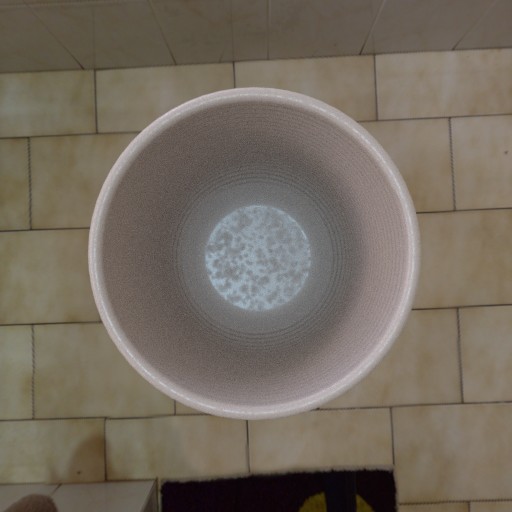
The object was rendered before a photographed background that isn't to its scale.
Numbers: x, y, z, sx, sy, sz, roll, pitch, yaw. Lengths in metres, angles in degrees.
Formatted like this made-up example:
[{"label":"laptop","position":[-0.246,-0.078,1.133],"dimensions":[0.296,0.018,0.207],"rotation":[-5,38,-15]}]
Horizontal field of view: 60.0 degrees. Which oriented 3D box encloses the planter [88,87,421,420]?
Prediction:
[{"label":"planter","position":[0.000,0.000,0.299],"dimensions":[0.170,0.152,0.170],"rotation":[0,88,1]}]
